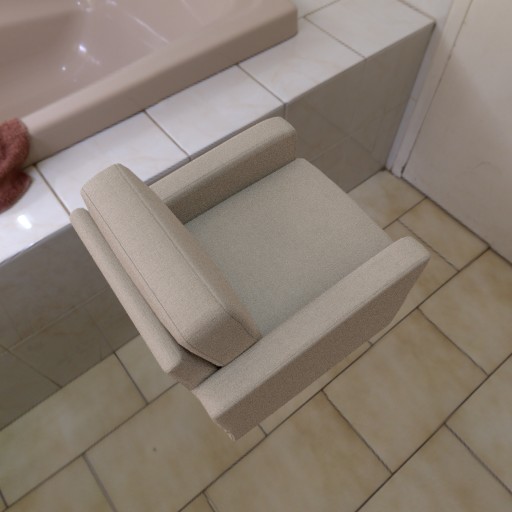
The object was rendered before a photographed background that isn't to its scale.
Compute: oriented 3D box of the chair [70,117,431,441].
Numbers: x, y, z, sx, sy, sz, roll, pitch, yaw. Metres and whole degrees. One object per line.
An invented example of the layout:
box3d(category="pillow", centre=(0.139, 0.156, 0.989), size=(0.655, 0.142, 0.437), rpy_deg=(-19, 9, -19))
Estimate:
box3d(category="chair", centre=(0.000, 0.000, 1.477), size=(0.888, 0.827, 0.755), rpy_deg=(-32, 64, -18))
